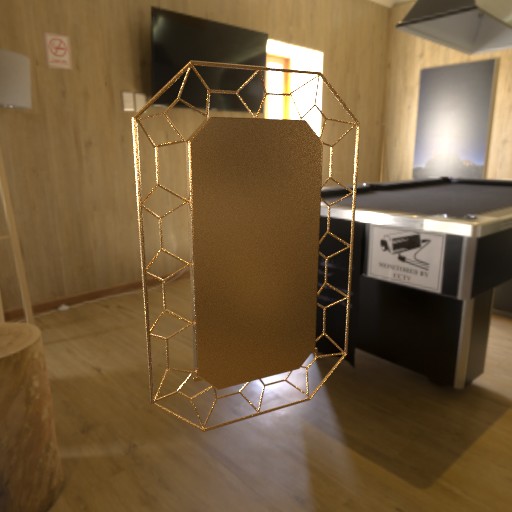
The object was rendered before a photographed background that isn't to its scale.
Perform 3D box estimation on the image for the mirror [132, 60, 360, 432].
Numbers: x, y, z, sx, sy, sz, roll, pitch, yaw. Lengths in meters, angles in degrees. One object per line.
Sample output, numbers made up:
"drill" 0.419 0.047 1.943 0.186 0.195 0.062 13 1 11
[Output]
"mirror" 0.000 0.000 1.101 0.572 0.870 0.051 -7 16 -26
